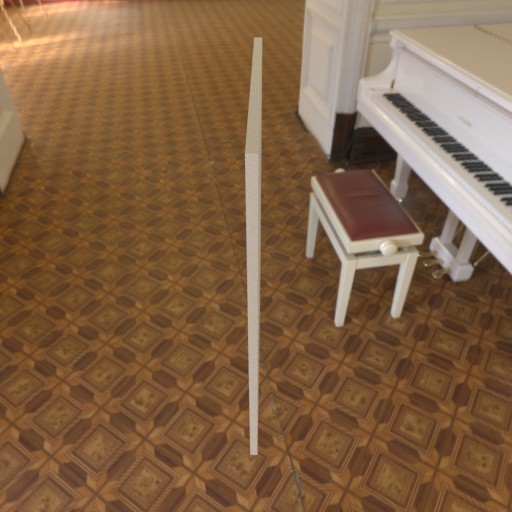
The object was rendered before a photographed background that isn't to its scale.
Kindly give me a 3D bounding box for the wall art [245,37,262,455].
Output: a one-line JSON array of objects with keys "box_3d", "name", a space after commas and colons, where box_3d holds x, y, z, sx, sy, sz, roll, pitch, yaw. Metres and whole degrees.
[{"box_3d": [0.000, 0.000, 0.608, 0.010, 0.474, 0.325, 1, 40, 1], "name": "wall art"}]
